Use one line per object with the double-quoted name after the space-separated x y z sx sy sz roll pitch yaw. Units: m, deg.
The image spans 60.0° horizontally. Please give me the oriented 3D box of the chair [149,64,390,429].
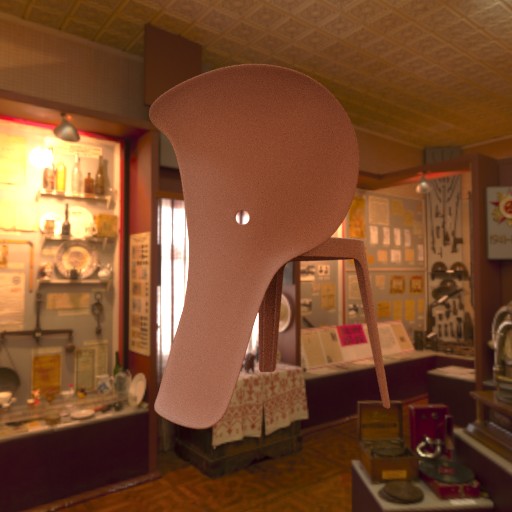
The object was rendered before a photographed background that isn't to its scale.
0.000 0.000 0.866 0.402 0.554 0.451 2 -3 -36 "chair"
